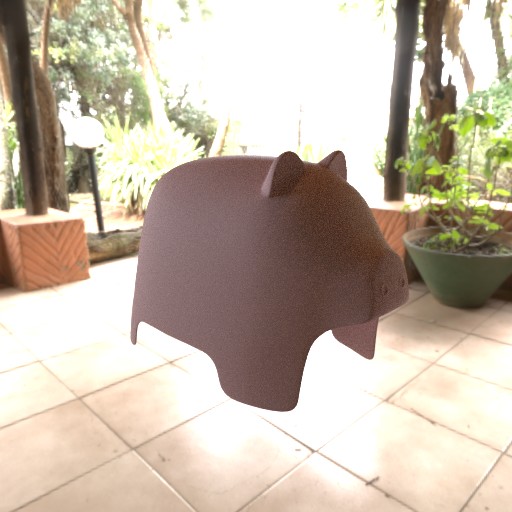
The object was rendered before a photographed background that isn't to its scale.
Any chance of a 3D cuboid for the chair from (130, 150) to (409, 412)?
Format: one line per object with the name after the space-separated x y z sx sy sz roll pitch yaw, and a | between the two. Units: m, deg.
0.000 0.000 0.904 0.619 0.423 0.364 14 20 43 | chair
